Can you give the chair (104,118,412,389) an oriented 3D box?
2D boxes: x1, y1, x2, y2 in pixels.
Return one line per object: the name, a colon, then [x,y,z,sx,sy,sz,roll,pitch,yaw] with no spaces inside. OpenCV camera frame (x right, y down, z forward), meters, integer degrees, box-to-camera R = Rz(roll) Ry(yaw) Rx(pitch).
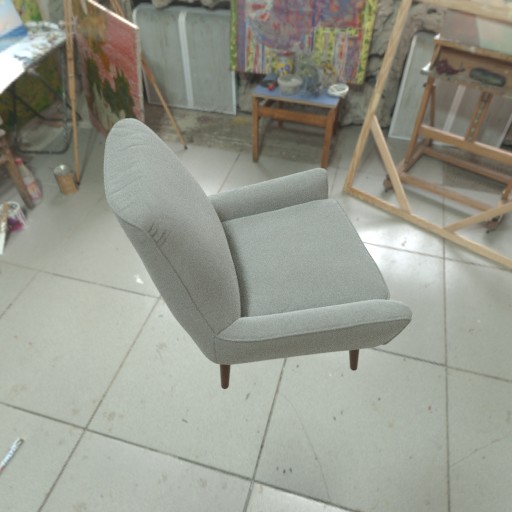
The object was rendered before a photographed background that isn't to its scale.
chair: [0.000,0.000,1.532,0.822,0.888,0.787,-10,47,-9]
